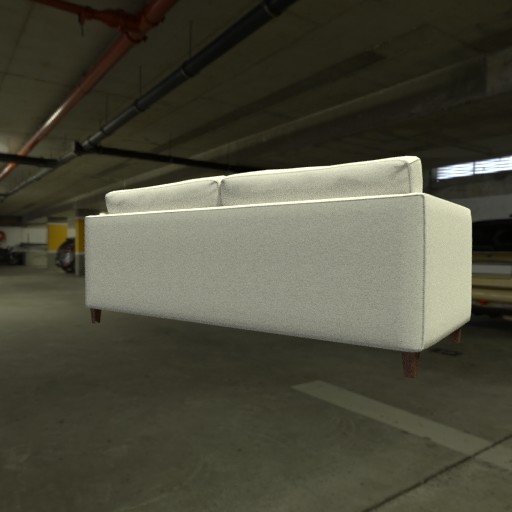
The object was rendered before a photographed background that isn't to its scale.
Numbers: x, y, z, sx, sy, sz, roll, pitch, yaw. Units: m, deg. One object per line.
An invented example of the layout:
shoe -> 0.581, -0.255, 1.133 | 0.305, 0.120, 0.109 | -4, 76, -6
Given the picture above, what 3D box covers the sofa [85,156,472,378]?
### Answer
sofa -> 0.000, 0.000, 2.813 | 2.361, 0.962, 0.951 | 1, 1, 36
